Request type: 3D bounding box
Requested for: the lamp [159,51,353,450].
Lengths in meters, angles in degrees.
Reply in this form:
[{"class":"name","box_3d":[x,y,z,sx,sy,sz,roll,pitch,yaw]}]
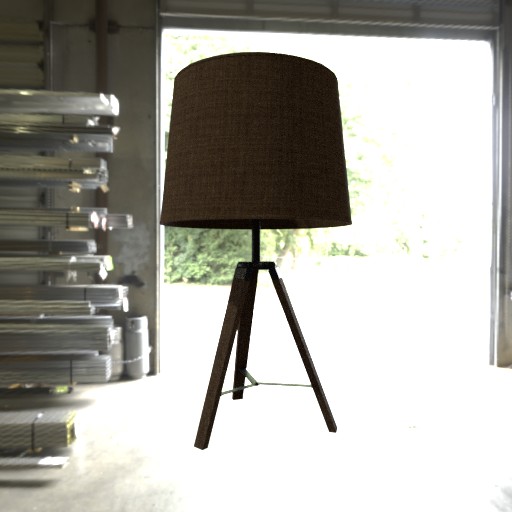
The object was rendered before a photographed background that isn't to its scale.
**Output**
[{"class":"lamp","box_3d":[0.000,0.000,0.681,0.290,0.514,0.290,0,1,0]}]
